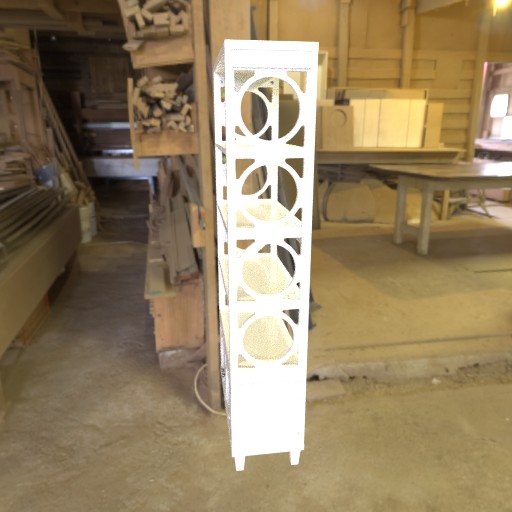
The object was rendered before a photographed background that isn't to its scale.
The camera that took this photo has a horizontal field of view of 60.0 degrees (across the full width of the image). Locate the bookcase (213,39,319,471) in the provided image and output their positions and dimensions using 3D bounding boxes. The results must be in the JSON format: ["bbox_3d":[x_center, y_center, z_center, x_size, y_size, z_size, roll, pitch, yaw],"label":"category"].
[{"bbox_3d":[0.000,0.000,2.161,0.361,1.869,0.761,-2,17,-8],"label":"bookcase"}]
